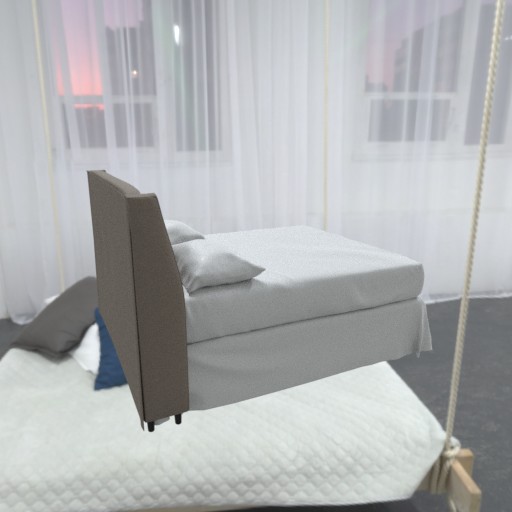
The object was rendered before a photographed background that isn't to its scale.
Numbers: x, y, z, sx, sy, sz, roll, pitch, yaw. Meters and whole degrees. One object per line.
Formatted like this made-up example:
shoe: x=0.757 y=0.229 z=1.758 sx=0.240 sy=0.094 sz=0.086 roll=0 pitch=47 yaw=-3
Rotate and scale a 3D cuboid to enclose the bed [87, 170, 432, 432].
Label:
bed: x=0.000 y=0.000 z=3.531 sx=2.276 sy=1.332 sz=1.925 roll=-7 pitch=16 yaw=-25
